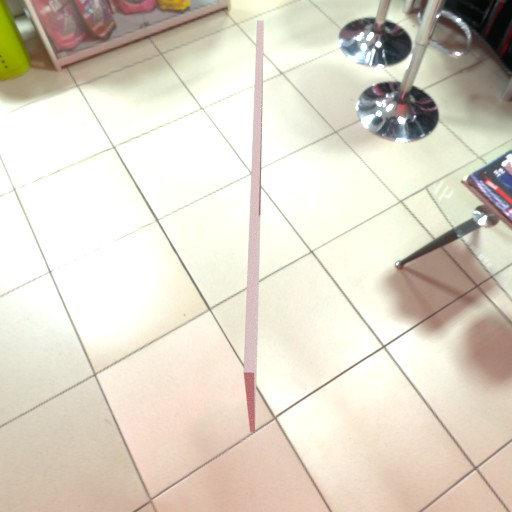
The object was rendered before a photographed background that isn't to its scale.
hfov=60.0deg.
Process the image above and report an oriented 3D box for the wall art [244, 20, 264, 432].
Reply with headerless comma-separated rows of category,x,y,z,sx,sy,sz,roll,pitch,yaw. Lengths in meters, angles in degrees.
wall art,0.000,0.000,0.676,0.009,0.457,0.456,1,63,1
